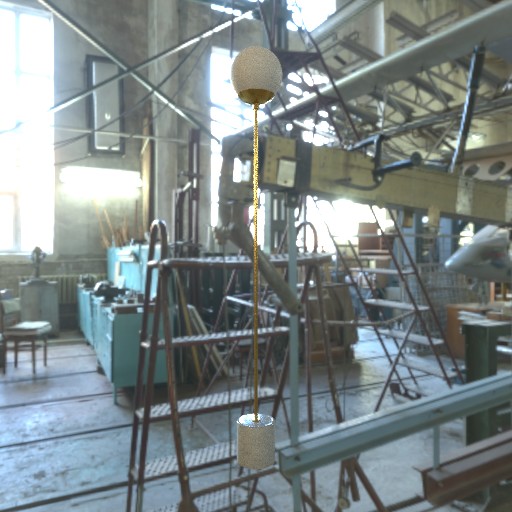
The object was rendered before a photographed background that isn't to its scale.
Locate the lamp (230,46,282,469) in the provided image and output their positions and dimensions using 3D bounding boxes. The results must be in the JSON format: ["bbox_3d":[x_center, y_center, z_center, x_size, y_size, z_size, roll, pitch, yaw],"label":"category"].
[{"bbox_3d":[0.000,0.000,1.887,0.224,1.753,0.224,0,1,19],"label":"lamp"}]
